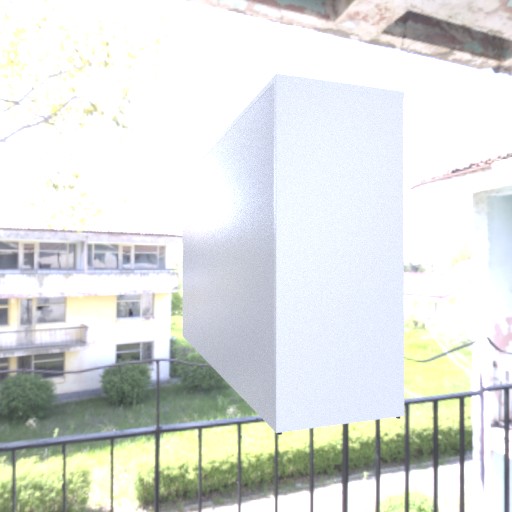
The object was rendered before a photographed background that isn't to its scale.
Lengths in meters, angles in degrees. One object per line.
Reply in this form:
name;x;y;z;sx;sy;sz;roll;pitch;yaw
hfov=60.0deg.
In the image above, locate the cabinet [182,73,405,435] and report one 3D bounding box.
cabinet;0.000;0.000;1.848;0.380;0.900;1.450;0;0;-18
